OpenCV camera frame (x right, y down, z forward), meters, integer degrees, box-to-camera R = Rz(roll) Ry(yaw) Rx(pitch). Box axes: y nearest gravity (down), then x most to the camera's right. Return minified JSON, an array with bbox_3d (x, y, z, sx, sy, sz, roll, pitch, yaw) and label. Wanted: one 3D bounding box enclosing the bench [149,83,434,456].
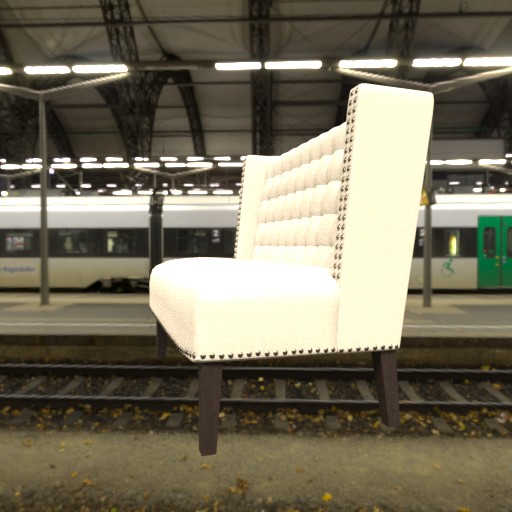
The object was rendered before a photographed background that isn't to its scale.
[{"bbox_3d":[0.000,0.000,1.957,0.847,1.123,1.280,0,1,-19],"label":"bench"}]
